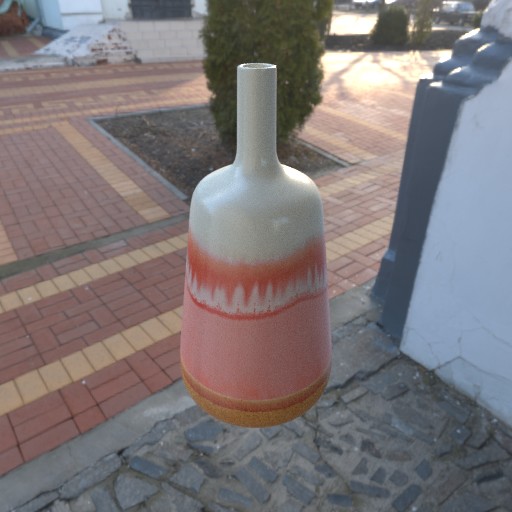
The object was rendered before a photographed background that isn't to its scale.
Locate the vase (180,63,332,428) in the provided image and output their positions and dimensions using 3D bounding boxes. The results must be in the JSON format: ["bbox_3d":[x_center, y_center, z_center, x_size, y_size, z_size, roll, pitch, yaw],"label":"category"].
[{"bbox_3d":[0.000,0.000,0.372,0.144,0.296,0.144,0,30,0],"label":"vase"}]
